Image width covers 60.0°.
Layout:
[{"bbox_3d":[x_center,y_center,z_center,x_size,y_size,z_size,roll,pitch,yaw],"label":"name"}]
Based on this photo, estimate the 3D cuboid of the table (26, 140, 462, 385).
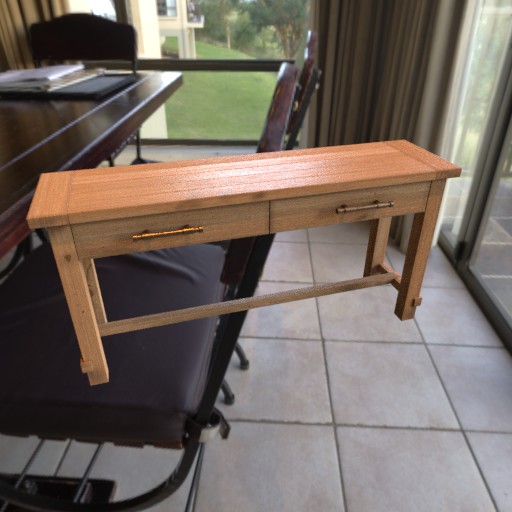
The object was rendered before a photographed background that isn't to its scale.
[{"bbox_3d":[0.000,0.000,1.915,1.599,0.762,0.442,-9,32,-14],"label":"table"}]
